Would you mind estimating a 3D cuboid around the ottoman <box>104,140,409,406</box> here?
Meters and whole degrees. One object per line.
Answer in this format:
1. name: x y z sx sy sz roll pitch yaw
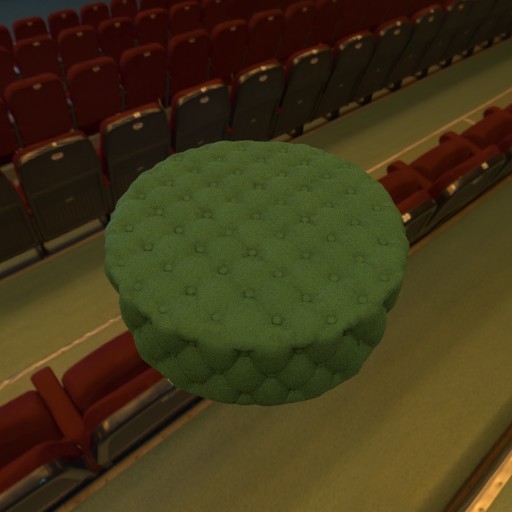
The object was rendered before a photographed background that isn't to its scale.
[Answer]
1. ottoman: 0.000 0.000 1.570 0.998 0.399 0.998 0 46 0
